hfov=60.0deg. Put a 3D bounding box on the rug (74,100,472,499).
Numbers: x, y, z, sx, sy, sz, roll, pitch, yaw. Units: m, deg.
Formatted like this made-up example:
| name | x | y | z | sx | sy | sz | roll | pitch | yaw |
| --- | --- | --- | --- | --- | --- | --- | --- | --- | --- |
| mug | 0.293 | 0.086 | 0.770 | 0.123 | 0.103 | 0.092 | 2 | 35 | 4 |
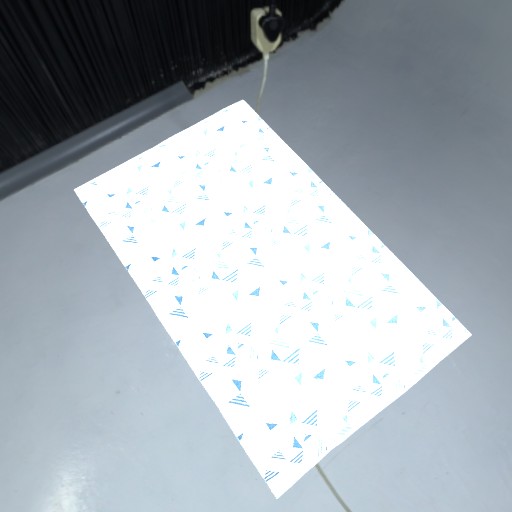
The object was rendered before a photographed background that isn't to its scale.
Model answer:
| name | x | y | z | sx | sy | sz | roll | pitch | yaw |
| --- | --- | --- | --- | --- | --- | --- | --- | --- | --- |
| rug | 0.000 | 0.000 | 2.981 | 1.512 | 0.009 | 2.457 | -33 | 68 | -15 |
